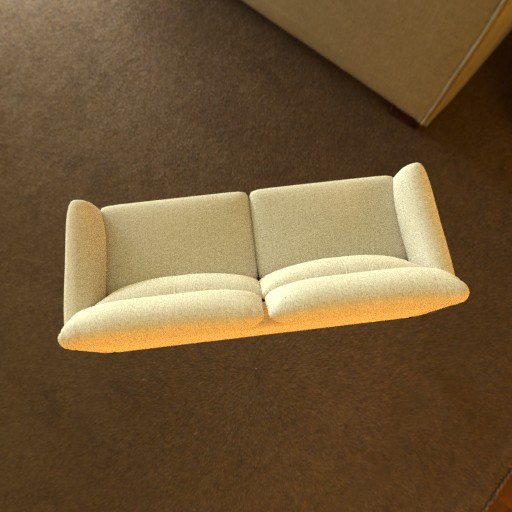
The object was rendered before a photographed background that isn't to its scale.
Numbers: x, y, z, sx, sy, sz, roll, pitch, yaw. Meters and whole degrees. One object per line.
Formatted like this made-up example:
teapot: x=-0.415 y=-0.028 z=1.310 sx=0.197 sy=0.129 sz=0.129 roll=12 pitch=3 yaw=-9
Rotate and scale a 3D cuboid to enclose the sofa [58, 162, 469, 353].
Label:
sofa: x=0.000 y=0.000 z=2.432 sx=2.015 sy=0.956 sz=0.856 roll=-7 pitch=76 yaw=-2
